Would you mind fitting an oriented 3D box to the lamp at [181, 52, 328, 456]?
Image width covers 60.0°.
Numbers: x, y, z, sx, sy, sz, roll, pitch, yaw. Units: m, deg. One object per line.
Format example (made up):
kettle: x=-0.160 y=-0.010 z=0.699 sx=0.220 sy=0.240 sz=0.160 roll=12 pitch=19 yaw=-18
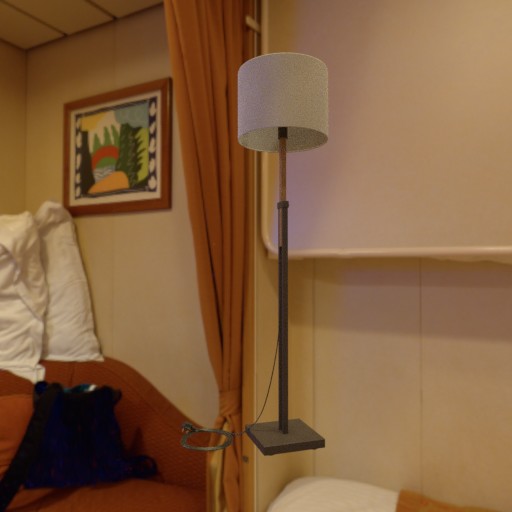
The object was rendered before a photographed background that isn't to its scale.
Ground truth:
lamp: x=0.000 y=0.000 z=1.983 sx=0.639 sy=1.650 sz=0.474 roll=1 pitch=-2 yaw=-18
